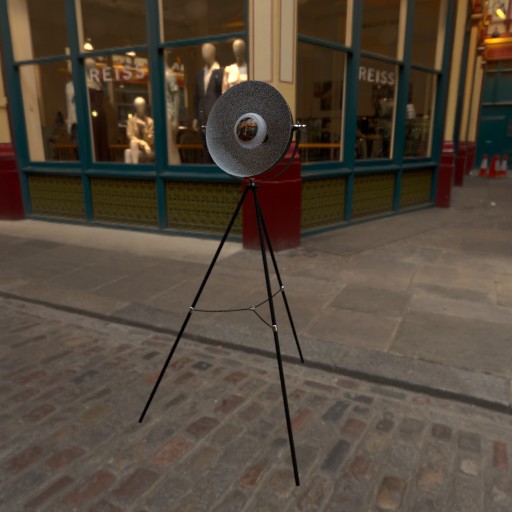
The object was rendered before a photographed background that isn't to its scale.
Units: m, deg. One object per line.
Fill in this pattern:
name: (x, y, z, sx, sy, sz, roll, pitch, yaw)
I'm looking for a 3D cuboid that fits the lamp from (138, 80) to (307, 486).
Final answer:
lamp: (0.000, 0.000, 2.064, 0.817, 1.512, 0.920, 7, 17, 25)
